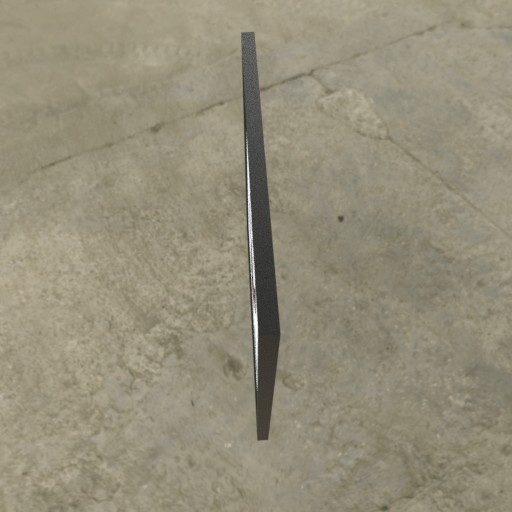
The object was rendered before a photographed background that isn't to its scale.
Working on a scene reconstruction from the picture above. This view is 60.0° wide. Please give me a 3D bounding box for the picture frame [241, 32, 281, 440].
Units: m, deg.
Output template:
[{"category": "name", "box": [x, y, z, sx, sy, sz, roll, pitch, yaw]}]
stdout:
[{"category": "picture frame", "box": [0.000, 0.000, 1.173, 0.032, 0.775, 0.775, -2, 57, -2]}]
